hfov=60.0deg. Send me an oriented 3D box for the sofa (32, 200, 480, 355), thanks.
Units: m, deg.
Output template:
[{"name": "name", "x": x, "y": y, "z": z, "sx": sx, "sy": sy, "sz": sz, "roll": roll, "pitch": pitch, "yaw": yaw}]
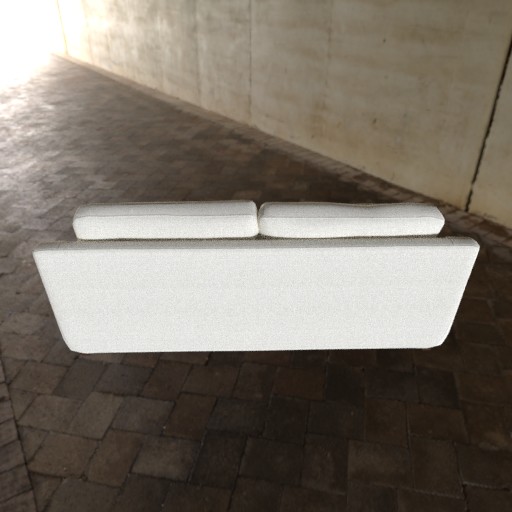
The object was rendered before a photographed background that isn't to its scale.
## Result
[{"name": "sofa", "x": 0.000, "y": 0.000, "z": 3.012, "sx": 2.470, "sy": 1.022, "sz": 1.009, "roll": -1, "pitch": 31, "yaw": -1}]
